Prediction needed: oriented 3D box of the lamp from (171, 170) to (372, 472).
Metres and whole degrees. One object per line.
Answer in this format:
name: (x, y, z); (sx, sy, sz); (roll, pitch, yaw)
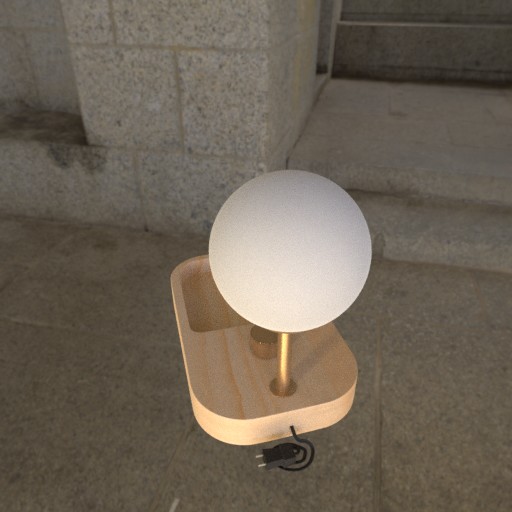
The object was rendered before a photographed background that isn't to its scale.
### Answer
lamp: (0.000, 0.000, 0.465); (0.173, 0.253, 0.331); (-8, 32, -13)
